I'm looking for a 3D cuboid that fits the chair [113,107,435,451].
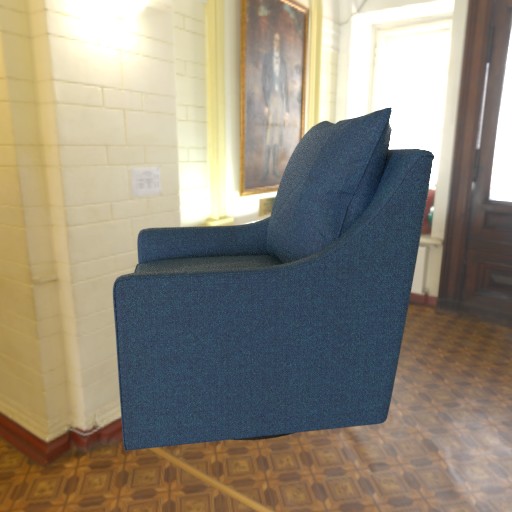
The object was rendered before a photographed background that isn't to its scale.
[{"bbox_3d":[0.000,0.000,1.534,0.870,0.939,0.750,-2,13,-9],"label":"chair"}]
